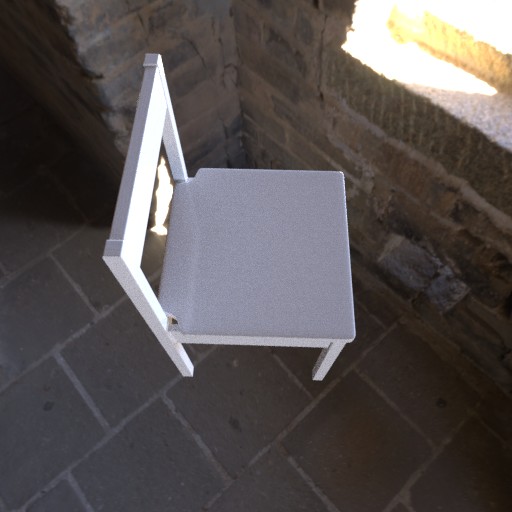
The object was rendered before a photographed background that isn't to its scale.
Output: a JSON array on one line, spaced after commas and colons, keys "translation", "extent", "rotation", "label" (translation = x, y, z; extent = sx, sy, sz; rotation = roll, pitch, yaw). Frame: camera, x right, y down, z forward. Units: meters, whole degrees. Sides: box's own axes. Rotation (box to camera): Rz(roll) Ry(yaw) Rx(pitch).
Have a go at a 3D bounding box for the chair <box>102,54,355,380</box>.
[{"translation": [0.000, 0.000, 0.902], "extent": [0.361, 0.668, 0.367], "rotation": [2, 63, 1], "label": "chair"}]
